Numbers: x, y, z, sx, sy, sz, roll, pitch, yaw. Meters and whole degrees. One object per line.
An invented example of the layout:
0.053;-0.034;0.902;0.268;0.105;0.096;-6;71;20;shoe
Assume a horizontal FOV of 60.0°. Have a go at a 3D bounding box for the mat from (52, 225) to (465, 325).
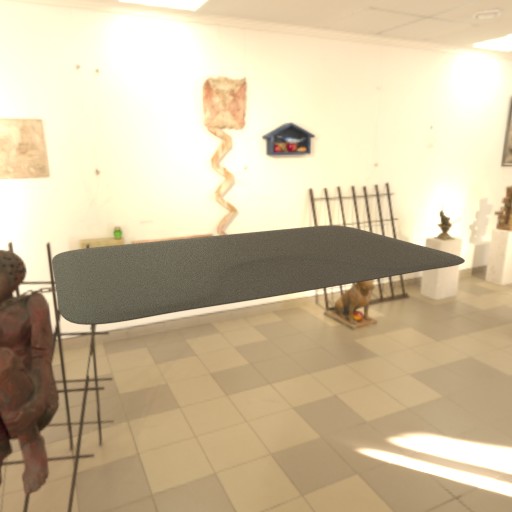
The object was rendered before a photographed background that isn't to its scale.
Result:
0.000;0.000;1.829;1.524;0.013;0.918;-7;16;-25;mat
